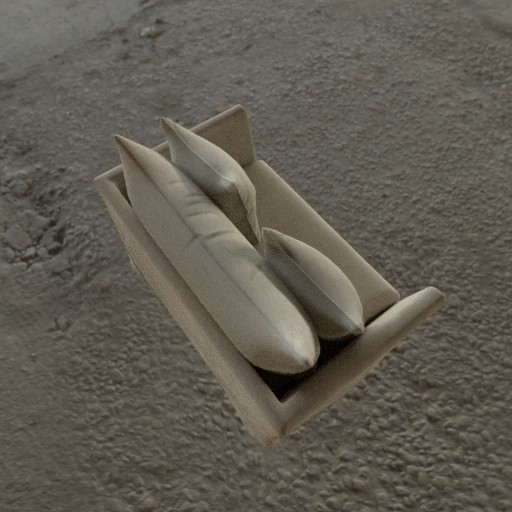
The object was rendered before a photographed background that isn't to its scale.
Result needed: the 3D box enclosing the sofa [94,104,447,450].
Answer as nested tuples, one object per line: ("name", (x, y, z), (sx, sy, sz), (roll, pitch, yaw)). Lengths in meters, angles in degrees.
("sofa", (0.000, 0.000, 2.349), (1.035, 1.040, 1.608), (-33, 65, -18))
